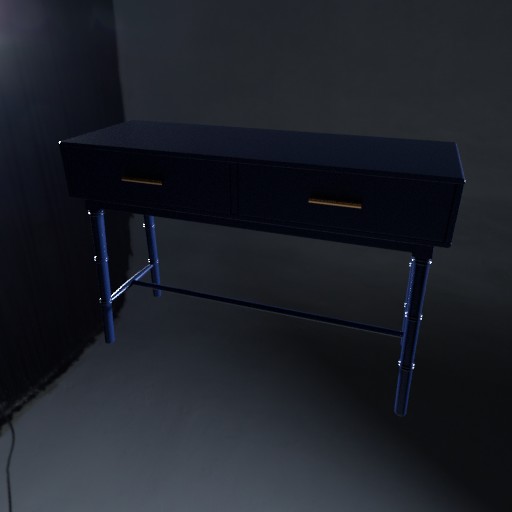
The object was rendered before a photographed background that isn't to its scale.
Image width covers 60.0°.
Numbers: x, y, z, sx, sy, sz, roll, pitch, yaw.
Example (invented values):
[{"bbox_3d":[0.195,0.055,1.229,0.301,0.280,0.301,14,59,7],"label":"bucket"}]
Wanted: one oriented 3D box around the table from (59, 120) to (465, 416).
[{"bbox_3d":[0.000,0.000,1.473,1.118,0.749,0.399,9,28,17],"label":"table"}]
